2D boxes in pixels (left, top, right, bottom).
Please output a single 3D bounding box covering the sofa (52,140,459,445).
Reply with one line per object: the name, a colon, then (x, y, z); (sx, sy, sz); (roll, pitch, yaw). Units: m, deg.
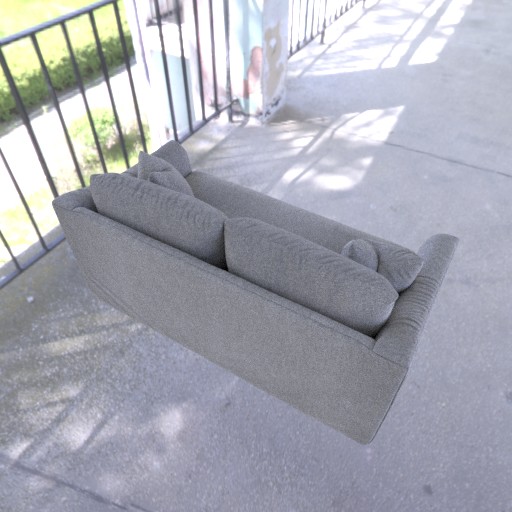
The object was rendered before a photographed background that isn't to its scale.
sofa: (0.000, 0.000, 2.623); (2.010, 1.018, 1.072); (23, 51, 21)
